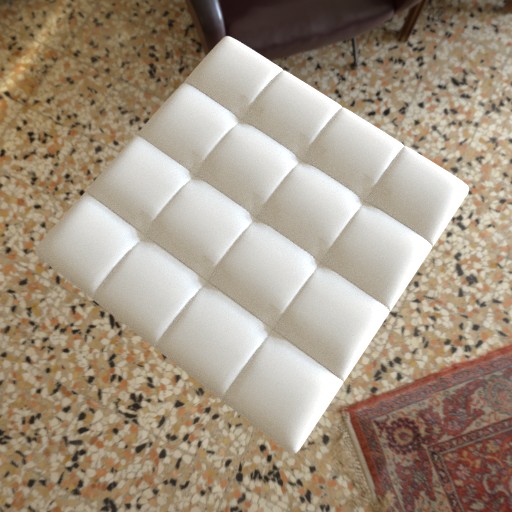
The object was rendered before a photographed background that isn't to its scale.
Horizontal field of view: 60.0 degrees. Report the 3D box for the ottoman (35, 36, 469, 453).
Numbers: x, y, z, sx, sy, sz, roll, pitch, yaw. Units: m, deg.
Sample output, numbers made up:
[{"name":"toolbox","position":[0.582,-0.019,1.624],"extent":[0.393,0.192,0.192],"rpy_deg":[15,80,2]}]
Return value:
[{"name":"ottoman","position":[0.000,0.000,0.786],"extent":[0.425,0.432,0.425],"rpy_deg":[35,78,9]}]
